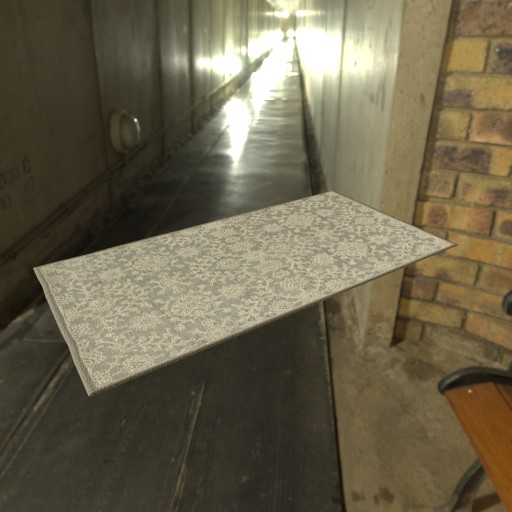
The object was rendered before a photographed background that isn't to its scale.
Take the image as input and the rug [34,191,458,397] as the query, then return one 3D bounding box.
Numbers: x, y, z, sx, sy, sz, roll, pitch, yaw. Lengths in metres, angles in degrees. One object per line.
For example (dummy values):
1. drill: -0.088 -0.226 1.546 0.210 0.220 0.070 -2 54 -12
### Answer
1. rug: 0.000 0.000 3.552 3.048 0.011 1.546 -18 33 -29
